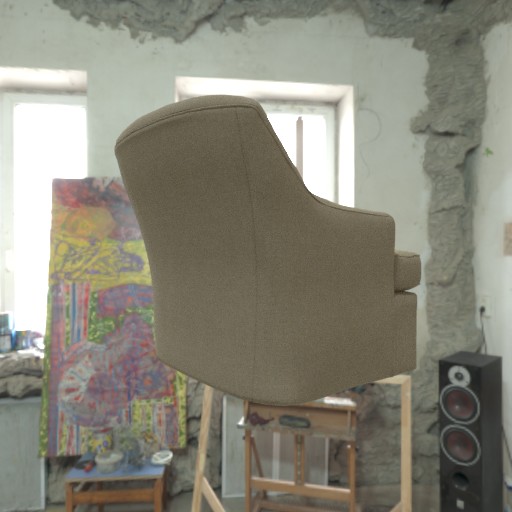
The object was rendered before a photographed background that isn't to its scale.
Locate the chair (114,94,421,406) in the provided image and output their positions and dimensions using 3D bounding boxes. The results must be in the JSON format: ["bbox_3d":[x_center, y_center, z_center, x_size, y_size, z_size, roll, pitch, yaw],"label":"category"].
[{"bbox_3d":[0.000,0.000,1.603,0.923,0.856,0.864,-1,1,-36],"label":"chair"}]
